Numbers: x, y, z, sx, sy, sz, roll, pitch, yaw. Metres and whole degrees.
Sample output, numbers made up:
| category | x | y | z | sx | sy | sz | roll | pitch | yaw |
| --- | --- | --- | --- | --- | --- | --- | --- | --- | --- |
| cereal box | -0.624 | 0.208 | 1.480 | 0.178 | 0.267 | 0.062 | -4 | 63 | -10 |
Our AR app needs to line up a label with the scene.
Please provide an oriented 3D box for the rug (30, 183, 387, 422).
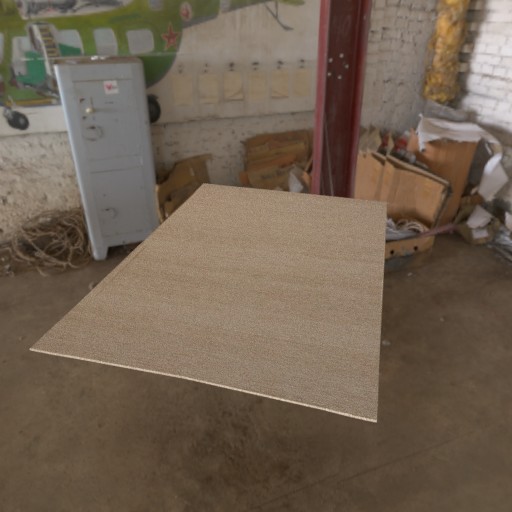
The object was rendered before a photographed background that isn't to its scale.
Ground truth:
| category | x | y | z | sx | sy | sz | roll | pitch | yaw |
| --- | --- | --- | --- | --- | --- | --- | --- | --- | --- |
| rug | 0.000 | 0.000 | 3.617 | 2.032 | 0.038 | 2.869 | 8 | 31 | 13 |
